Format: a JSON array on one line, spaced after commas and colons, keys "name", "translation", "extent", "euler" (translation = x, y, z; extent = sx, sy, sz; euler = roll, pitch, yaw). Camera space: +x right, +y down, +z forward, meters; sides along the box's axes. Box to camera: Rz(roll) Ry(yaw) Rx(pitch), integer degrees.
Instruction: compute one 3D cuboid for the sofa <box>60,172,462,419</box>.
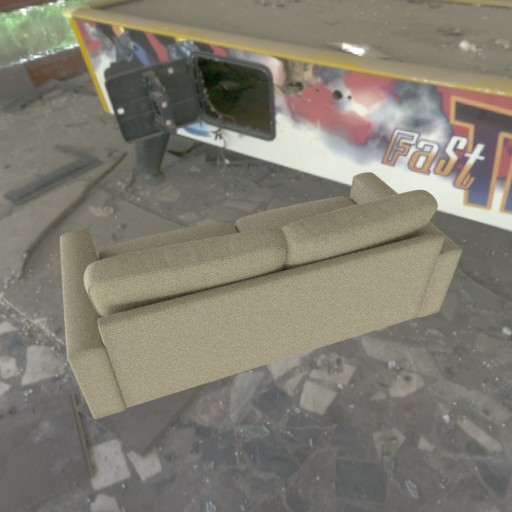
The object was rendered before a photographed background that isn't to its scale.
[{"name": "sofa", "translation": [0.000, 0.000, 2.699], "extent": [2.179, 0.873, 1.016], "euler": [-14, 42, -16]}]
